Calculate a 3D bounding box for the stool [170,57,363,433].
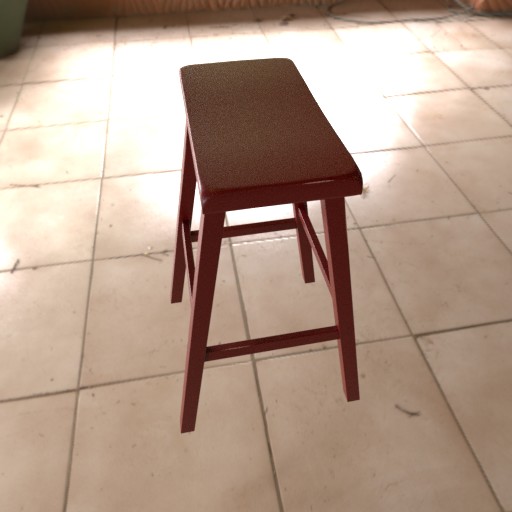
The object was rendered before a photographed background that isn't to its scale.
[{"bbox_3d":[0.000,0.000,1.046,0.476,0.737,0.457,-8,46,-8],"label":"stool"}]
